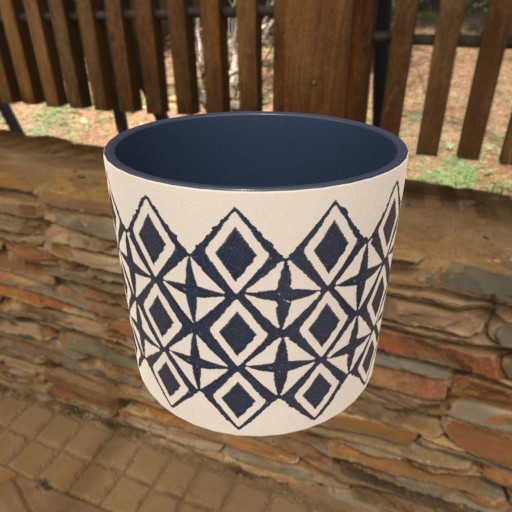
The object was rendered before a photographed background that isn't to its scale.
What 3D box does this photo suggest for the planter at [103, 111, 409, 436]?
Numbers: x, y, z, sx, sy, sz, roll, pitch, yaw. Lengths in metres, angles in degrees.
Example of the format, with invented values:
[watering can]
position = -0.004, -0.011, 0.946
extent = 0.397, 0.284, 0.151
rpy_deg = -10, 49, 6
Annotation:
[planter]
position = 0.000, 0.000, 0.385
extent = 0.224, 0.203, 0.224
rpy_deg = 0, 29, 0
